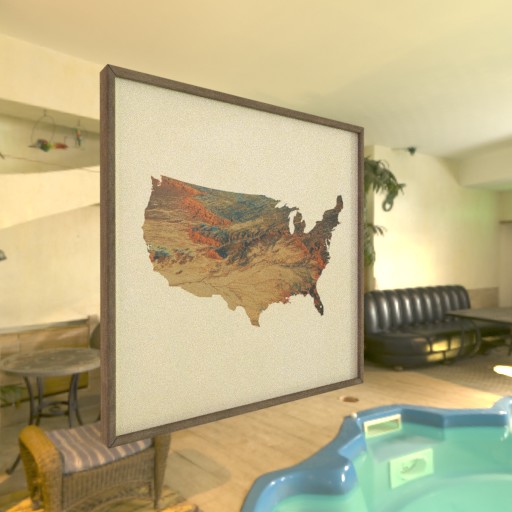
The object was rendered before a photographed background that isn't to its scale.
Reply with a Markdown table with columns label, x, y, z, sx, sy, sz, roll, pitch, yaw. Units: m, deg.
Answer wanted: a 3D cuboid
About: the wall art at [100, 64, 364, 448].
| label | x | y | z | sx | sy | sz | roll | pitch | yaw |
| --- | --- | --- | --- | --- | --- | --- | --- | --- | --- |
| wall art | 0.000 | 0.000 | 1.102 | 0.749 | 0.751 | 0.050 | 0 | 1 | -36 |
